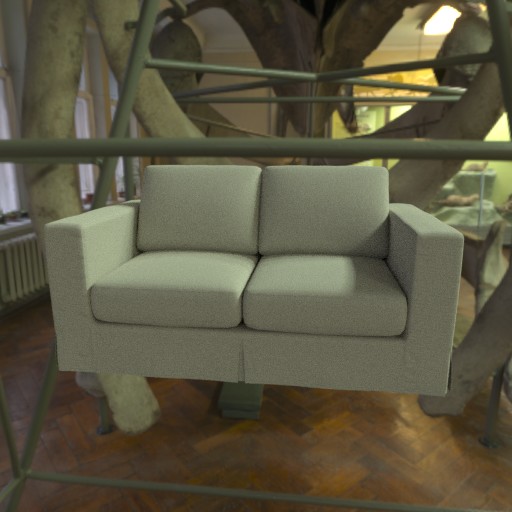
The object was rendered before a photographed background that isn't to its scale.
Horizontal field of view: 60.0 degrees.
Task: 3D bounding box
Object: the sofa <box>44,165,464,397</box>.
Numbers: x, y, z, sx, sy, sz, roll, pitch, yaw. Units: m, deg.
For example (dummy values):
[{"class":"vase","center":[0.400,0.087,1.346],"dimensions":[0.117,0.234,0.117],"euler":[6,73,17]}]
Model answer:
[{"class":"sofa","center":[0.000,0.000,2.364],"dimensions":[1.813,0.932,1.009],"euler":[2,14,7]}]
